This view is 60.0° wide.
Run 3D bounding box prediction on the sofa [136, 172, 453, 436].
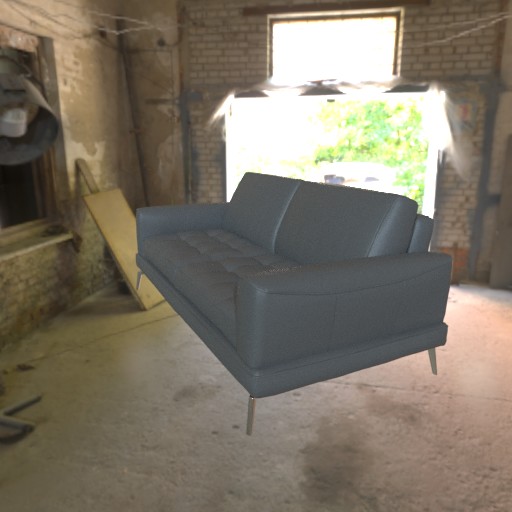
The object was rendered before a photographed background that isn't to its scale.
[{"bbox_3d":[0.000,0.000,2.794,1.121,0.930,2.177,-7,17,-26],"label":"sofa"}]
